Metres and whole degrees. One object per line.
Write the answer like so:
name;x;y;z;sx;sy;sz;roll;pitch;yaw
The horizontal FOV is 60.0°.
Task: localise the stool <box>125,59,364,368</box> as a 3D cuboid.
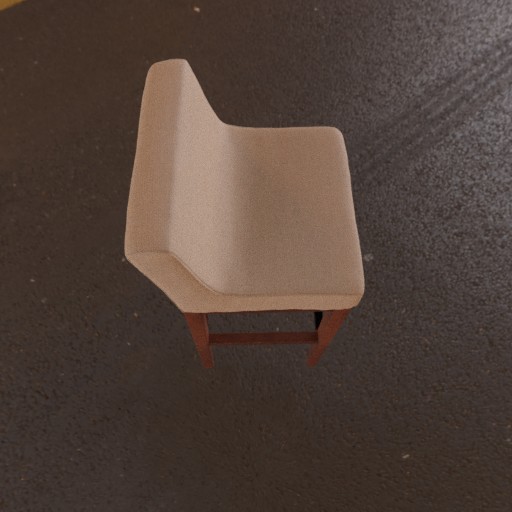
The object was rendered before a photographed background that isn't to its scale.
stool;0.000;0.000;1.355;0.500;1.037;0.511;-1;64;0
